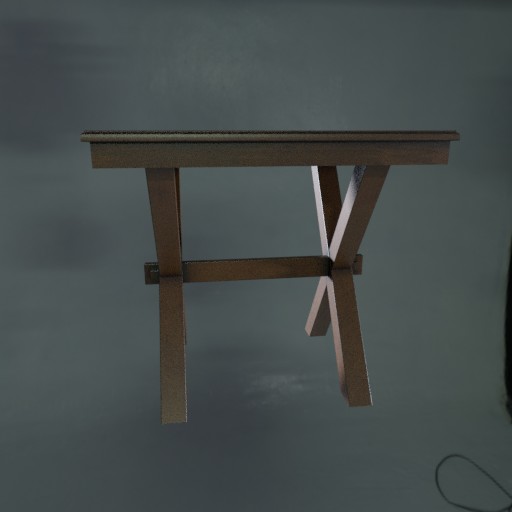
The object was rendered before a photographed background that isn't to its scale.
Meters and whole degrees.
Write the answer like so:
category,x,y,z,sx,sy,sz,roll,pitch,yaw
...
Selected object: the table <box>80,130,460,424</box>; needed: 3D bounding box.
category,x,y,z,sx,sy,sz,roll,pitch,yaw
table,0.000,0.000,1.033,0.602,0.562,0.560,-2,16,-8
